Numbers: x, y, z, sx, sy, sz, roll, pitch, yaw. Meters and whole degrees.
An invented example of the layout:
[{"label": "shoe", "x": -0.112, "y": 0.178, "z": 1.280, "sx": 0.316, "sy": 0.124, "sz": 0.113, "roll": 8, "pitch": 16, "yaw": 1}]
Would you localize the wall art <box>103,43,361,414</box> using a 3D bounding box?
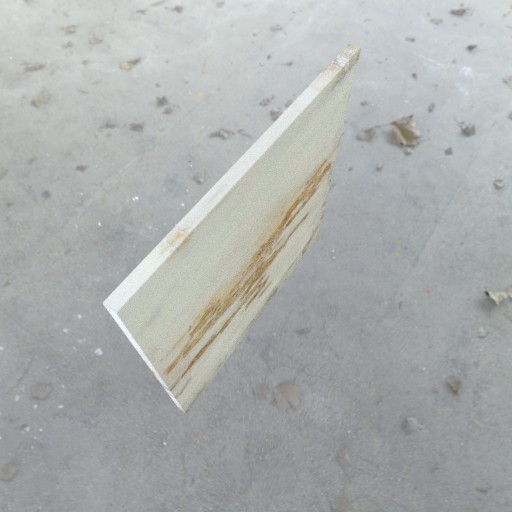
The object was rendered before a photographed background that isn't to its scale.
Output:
[{"label": "wall art", "x": 0.000, "y": 0.000, "z": 1.526, "sx": 0.040, "sy": 1.018, "sz": 1.015, "roll": 31, "pitch": 64, "yaw": 17}]
